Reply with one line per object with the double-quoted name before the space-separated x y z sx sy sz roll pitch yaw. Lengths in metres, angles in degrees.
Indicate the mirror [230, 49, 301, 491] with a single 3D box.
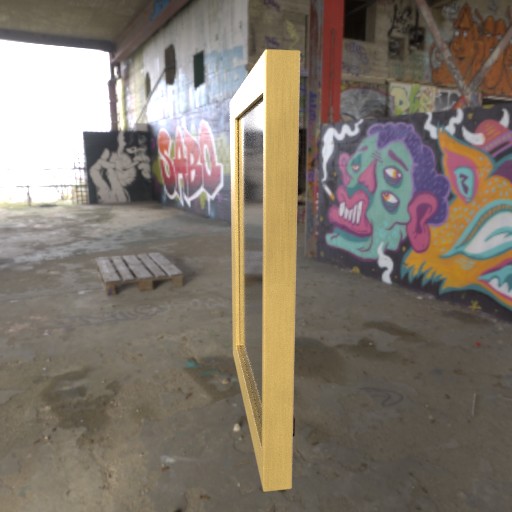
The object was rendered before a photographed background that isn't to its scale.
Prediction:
"mirror" 0.000 0.000 0.692 0.041 0.508 0.405 -2 12 -8
